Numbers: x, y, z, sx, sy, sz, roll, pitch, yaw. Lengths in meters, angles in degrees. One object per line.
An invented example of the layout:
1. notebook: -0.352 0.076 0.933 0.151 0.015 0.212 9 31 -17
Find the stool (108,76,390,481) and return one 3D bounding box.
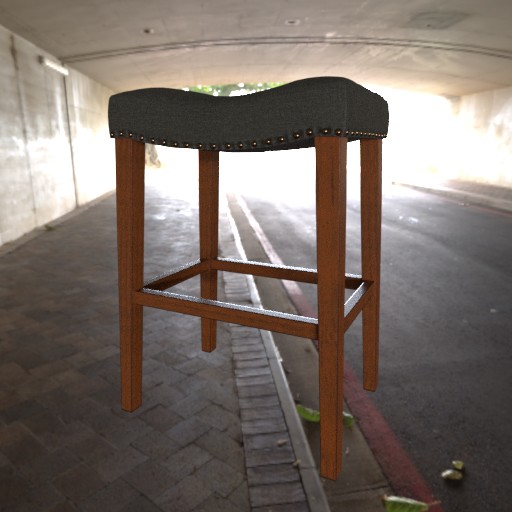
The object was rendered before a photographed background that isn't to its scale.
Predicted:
1. stool: 0.000 0.000 0.854 0.439 0.612 0.320 7 16 26
